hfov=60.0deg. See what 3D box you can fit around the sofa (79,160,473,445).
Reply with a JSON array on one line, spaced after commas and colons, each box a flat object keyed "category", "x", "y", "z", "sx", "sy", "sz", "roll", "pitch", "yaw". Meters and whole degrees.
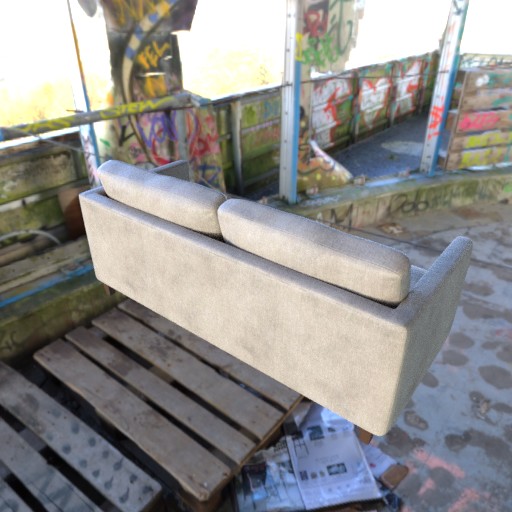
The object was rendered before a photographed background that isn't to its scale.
[{"category": "sofa", "x": 0.000, "y": 0.000, "z": 2.705, "sx": 2.208, "sy": 0.965, "sz": 0.951, "roll": 21, "pitch": 36, "yaw": 32}]
